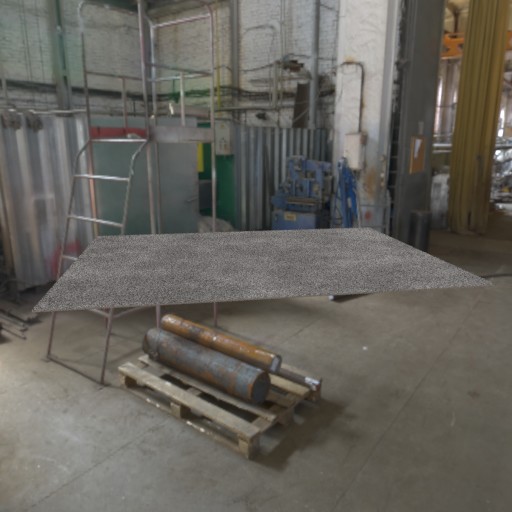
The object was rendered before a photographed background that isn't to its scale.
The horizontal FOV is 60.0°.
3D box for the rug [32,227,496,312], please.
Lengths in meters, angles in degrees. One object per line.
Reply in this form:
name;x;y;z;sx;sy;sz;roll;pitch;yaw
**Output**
rug;0.000;0.000;2.855;2.235;0.008;1.600;-2;15;-9
